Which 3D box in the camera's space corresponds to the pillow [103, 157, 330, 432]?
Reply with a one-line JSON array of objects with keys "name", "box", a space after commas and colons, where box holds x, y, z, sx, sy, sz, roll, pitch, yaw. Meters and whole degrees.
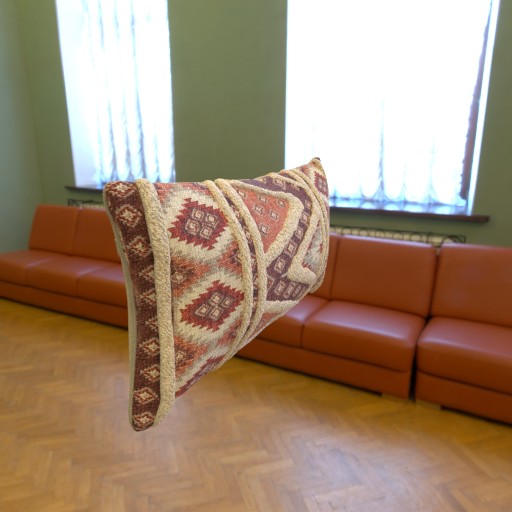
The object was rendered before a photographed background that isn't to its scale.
[{"name": "pillow", "box": [0.000, 0.000, 0.715, 0.161, 0.295, 0.608, 7, 16, 26]}]
